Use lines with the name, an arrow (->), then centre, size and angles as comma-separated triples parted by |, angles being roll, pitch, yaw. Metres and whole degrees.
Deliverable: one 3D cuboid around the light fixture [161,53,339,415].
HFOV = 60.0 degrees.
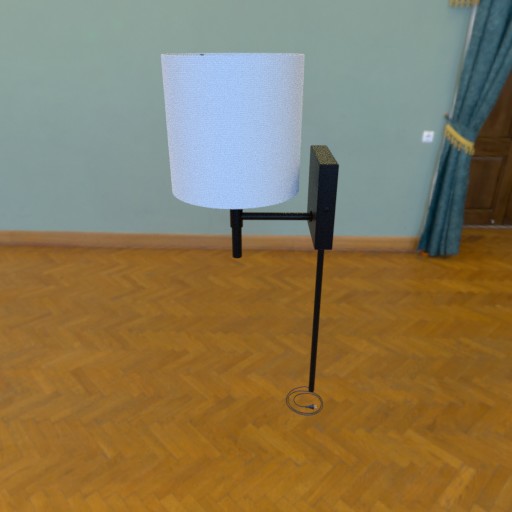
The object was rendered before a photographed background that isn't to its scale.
light fixture -> 0.000, 0.000, 0.711 | 0.248, 0.589, 0.188 | 0, 26, 1
